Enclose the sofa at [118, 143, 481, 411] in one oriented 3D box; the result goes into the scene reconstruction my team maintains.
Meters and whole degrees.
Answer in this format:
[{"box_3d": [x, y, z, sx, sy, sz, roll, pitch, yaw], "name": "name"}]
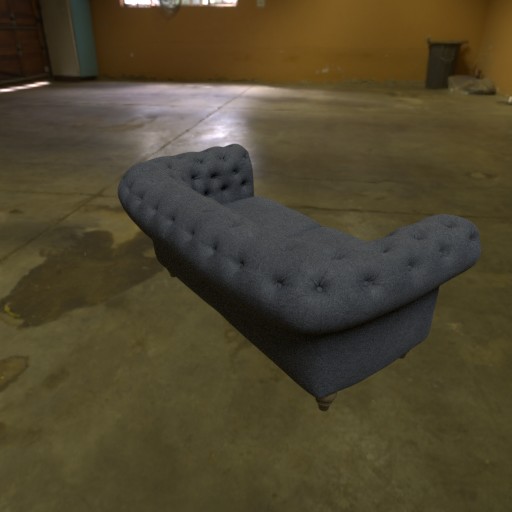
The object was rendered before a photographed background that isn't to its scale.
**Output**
[{"box_3d": [0.000, 0.000, 2.491, 1.082, 0.833, 1.988, -18, 32, -32], "name": "sofa"}]
